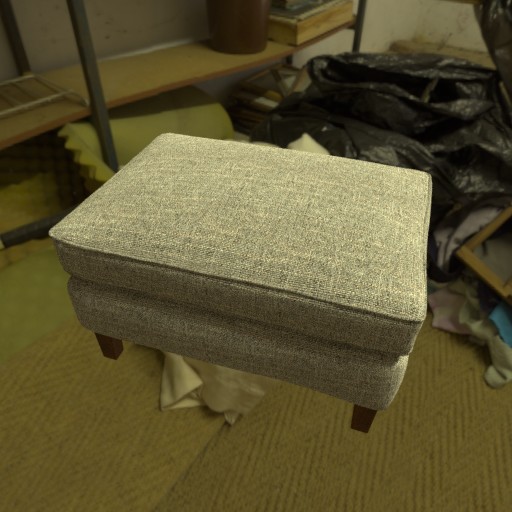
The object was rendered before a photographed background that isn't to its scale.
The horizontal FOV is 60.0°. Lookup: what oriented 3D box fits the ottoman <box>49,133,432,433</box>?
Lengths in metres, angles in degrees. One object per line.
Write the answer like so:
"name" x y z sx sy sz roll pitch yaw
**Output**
"ottoman" 0.000 0.000 0.986 0.686 0.406 0.508 12 42 14
